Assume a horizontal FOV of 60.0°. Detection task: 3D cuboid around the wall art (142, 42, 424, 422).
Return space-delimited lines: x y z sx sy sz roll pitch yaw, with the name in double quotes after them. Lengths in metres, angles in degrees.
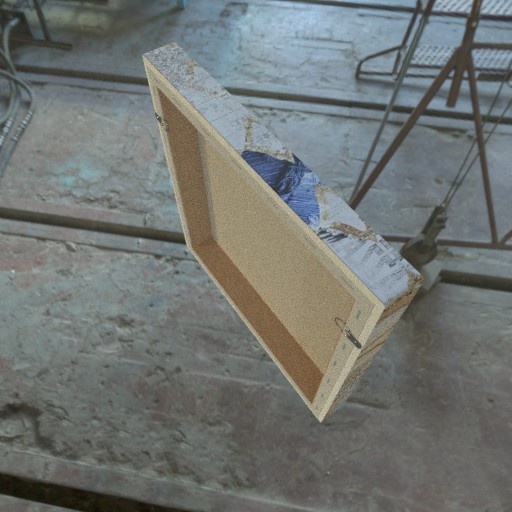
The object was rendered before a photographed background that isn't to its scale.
0.000 0.000 0.456 0.036 0.304 0.303 -31 62 -18 "wall art"
